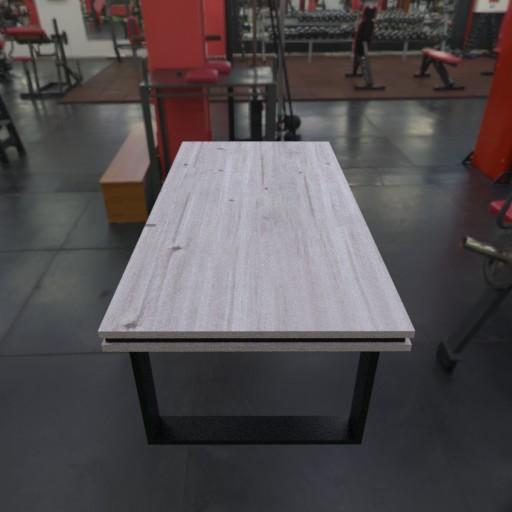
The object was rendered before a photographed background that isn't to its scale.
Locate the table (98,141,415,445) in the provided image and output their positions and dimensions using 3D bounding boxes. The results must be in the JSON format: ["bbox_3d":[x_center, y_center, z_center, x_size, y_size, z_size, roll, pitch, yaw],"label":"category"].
[{"bbox_3d":[0.000,0.000,1.669,0.700,0.450,1.350,0,32,0],"label":"table"}]
